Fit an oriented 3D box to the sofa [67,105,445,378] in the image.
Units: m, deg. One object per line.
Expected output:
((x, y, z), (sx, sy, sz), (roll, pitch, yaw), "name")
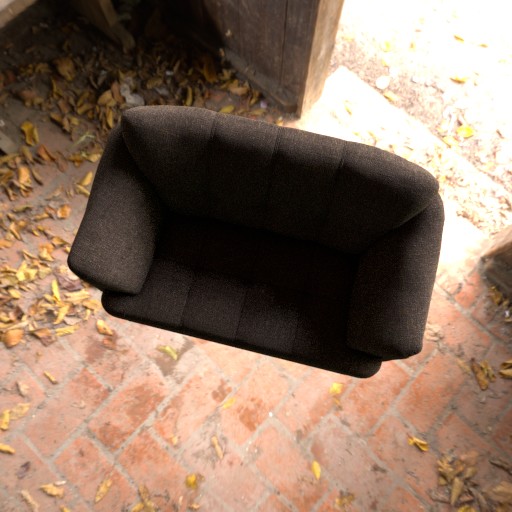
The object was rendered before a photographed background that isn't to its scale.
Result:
((0.000, 0.000, 1.944), (1.404, 0.895, 0.799), (13, 76, 3), "sofa")
